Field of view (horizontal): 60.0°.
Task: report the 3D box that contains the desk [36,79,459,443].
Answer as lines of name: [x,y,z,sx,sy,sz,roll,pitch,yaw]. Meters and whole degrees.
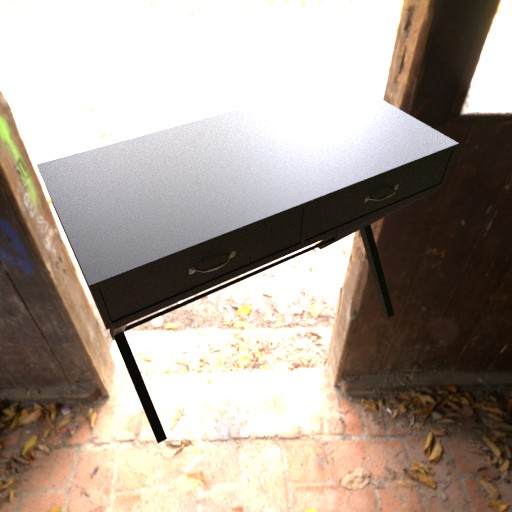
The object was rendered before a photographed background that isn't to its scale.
desk: [0.000,0.000,1.492,1.057,0.780,0.525,-23,49,-21]
